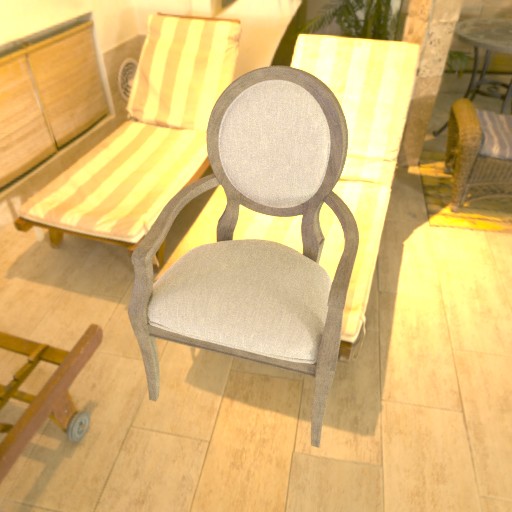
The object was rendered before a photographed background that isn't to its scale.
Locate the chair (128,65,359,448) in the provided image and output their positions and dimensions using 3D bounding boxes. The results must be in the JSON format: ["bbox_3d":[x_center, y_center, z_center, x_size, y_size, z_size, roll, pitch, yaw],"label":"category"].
[{"bbox_3d":[0.000,0.000,1.395,0.611,0.991,0.602,11,42,13],"label":"chair"}]
